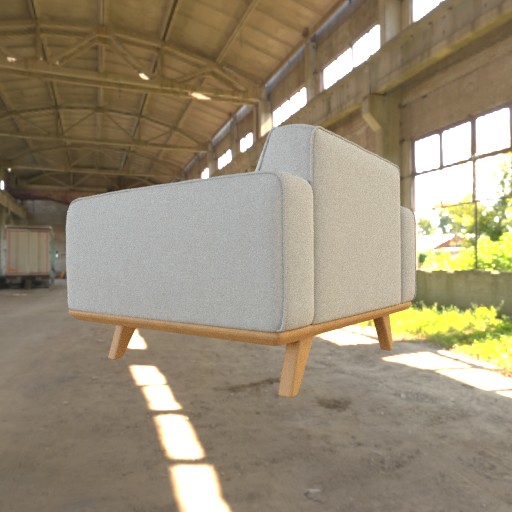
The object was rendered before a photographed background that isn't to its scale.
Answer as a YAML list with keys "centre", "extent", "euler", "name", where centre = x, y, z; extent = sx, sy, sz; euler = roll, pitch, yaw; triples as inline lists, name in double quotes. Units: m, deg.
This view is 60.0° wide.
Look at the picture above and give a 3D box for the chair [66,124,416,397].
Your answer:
- centre: [0.000, 0.000, 1.766]
  extent: [0.953, 0.779, 1.115]
  euler: [0, -1, 36]
  name: "chair"
